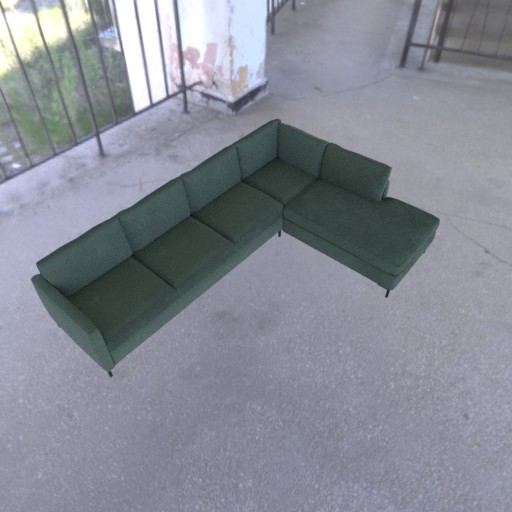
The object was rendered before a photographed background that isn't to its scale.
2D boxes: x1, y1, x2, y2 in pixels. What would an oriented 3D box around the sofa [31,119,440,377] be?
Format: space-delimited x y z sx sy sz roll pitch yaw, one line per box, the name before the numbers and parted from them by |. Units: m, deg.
sofa | 0.000 0.000 3.183 1.707 0.687 2.486 32 54 27
